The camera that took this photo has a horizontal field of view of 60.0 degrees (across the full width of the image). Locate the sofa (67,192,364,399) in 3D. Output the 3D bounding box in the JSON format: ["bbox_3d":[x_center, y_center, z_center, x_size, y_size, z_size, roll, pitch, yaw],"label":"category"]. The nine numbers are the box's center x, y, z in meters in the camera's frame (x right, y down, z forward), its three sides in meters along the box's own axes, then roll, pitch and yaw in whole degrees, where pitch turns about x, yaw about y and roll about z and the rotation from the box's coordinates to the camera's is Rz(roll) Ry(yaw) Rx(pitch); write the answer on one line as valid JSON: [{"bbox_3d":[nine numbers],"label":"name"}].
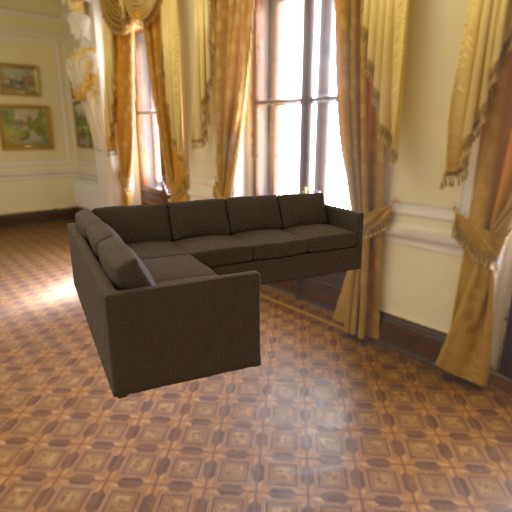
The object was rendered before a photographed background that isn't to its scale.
[{"bbox_3d":[0.000,0.000,4.317,3.182,0.871,2.432,-8,17,-26],"label":"sofa"}]
